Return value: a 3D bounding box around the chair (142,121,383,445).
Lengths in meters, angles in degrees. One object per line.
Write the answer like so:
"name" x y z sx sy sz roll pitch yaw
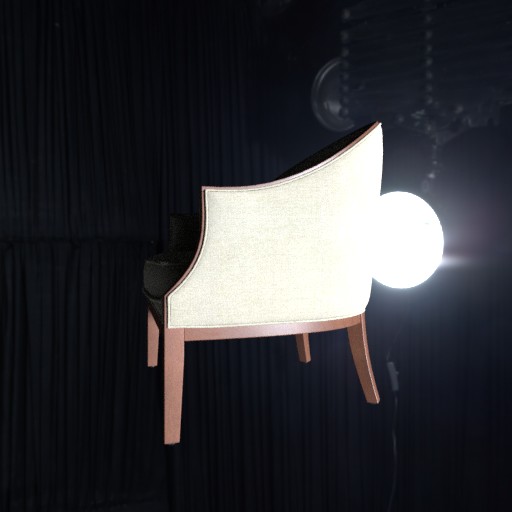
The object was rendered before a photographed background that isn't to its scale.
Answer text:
"chair" 0.000 0.000 1.485 0.735 0.876 0.803 0 0 -17
